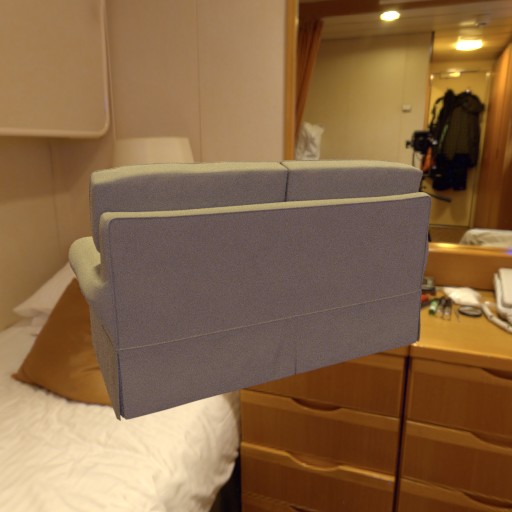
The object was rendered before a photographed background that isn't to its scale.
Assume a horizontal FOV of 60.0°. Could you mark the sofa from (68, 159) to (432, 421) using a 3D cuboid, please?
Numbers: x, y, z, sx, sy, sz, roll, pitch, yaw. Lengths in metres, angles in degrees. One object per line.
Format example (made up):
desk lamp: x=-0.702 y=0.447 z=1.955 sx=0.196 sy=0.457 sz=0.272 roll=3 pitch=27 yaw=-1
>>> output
sofa: x=0.000 y=0.000 z=2.391 sx=1.823 sy=1.024 sz=0.841 roll=-7 pitch=16 yaw=-26
